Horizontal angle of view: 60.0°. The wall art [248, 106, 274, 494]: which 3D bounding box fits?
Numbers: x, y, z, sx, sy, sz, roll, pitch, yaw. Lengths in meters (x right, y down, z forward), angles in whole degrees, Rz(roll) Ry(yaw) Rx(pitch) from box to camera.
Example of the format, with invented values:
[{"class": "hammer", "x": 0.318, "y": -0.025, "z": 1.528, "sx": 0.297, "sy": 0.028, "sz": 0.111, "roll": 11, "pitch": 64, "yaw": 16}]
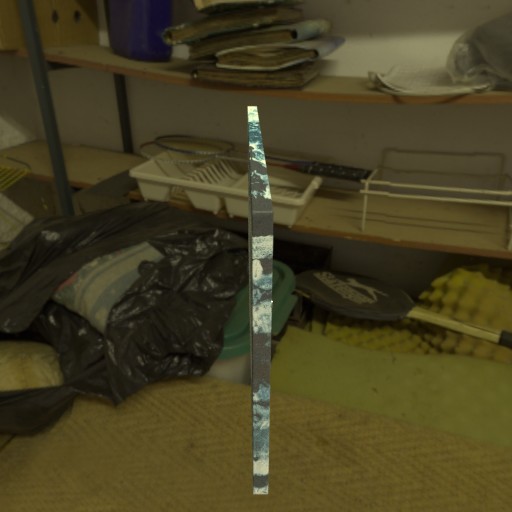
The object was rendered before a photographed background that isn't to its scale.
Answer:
[{"class": "wall art", "x": 0.000, "y": 0.000, "z": 1.927, "sx": 0.055, "sy": 1.017, "sz": 1.524, "roll": -1, "pitch": 27, "yaw": -1}]
